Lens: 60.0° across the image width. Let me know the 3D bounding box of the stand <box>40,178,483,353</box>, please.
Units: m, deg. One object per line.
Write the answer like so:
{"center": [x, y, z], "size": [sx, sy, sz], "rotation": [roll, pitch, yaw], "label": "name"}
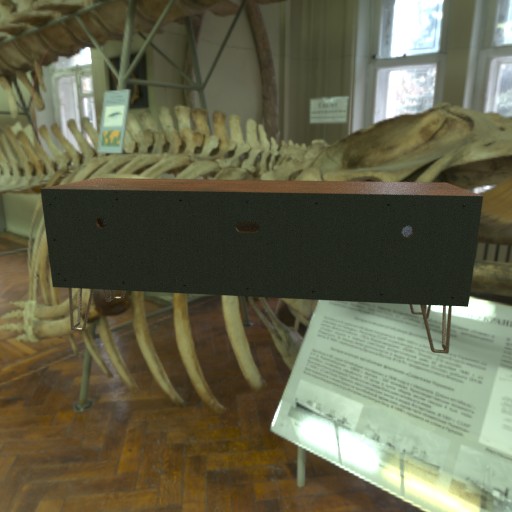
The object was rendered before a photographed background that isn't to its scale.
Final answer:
{"center": [0.000, 0.000, 1.922], "size": [1.626, 0.610, 0.481], "rotation": [2, 15, 8], "label": "stand"}
